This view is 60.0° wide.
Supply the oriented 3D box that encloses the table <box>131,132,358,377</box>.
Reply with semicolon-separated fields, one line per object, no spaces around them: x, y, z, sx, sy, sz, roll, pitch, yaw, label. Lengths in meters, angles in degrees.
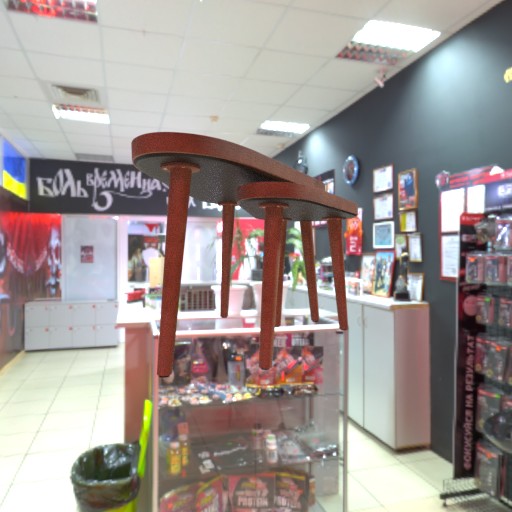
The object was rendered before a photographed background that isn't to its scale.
0.000;0.000;1.606;0.701;0.595;1.190;0;0;17;table
